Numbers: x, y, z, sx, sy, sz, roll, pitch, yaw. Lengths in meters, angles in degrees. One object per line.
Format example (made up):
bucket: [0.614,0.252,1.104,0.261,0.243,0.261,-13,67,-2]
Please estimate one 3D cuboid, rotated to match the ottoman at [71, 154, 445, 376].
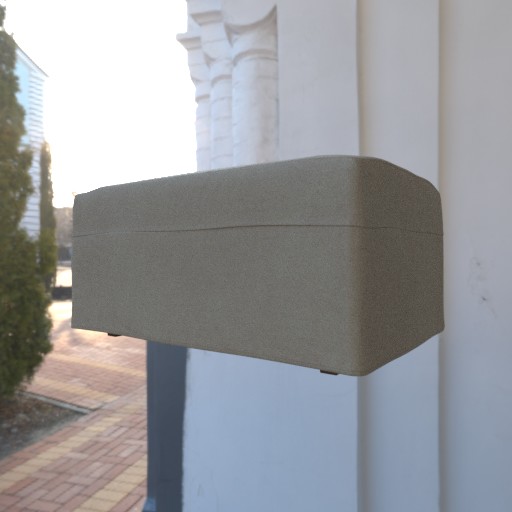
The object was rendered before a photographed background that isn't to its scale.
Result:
ottoman: [0.000,0.000,1.211,0.872,0.444,0.590,0,0,36]
